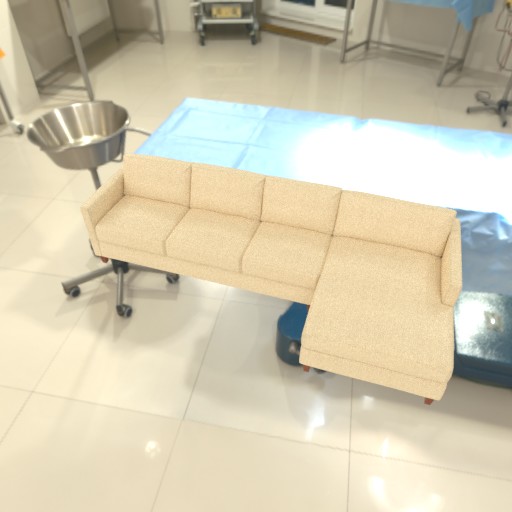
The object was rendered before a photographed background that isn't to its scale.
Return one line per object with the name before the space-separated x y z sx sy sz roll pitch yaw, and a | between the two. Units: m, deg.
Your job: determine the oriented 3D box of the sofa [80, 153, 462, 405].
sofa | 0.000 0.000 4.093 3.471 0.954 1.603 12 43 13
